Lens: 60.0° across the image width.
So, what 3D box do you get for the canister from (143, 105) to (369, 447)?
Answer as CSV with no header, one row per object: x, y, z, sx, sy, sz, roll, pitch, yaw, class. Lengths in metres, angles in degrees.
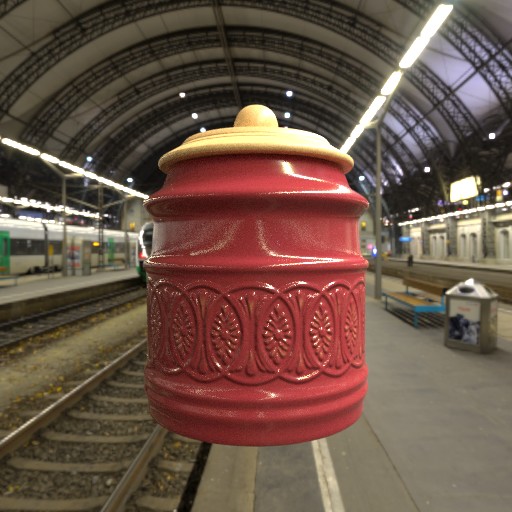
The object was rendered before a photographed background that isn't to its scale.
0.000,0.000,0.263,0.130,0.176,0.130,0,1,0,canister
